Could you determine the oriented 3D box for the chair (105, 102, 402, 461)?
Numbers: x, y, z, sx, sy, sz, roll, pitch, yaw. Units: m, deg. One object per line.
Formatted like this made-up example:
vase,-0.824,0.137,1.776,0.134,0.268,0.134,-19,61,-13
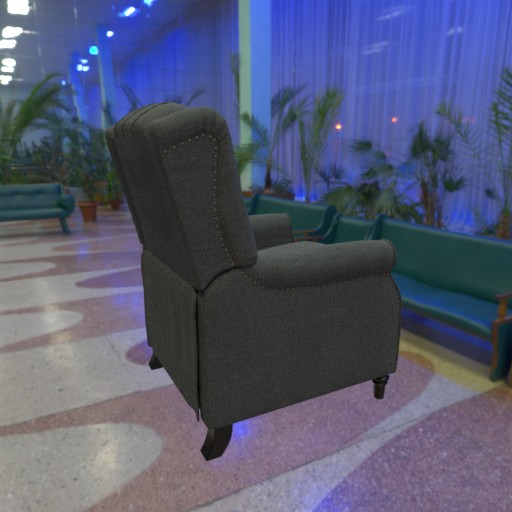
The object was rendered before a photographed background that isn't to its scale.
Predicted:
chair,0.000,0.000,1.619,0.898,1.035,0.742,-8,16,-27
